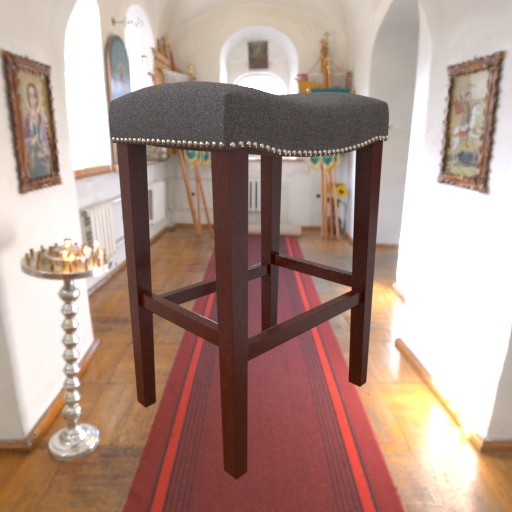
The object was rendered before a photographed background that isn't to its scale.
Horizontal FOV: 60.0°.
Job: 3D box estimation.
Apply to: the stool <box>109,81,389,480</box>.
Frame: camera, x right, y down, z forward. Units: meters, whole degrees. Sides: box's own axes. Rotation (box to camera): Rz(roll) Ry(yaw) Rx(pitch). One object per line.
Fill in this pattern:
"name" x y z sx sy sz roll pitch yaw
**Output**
"stool" 0.000 0.000 1.047 0.372 0.742 0.504 16 23 42
